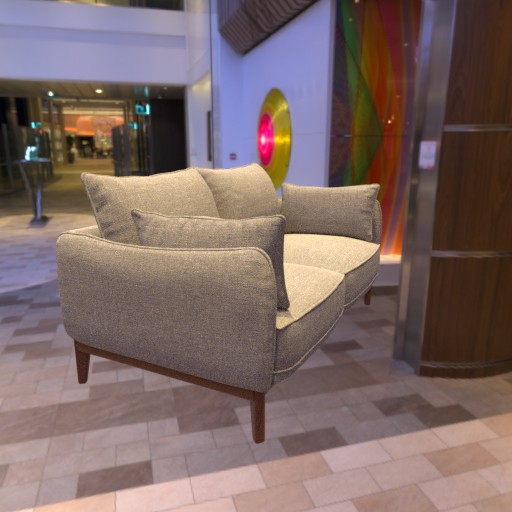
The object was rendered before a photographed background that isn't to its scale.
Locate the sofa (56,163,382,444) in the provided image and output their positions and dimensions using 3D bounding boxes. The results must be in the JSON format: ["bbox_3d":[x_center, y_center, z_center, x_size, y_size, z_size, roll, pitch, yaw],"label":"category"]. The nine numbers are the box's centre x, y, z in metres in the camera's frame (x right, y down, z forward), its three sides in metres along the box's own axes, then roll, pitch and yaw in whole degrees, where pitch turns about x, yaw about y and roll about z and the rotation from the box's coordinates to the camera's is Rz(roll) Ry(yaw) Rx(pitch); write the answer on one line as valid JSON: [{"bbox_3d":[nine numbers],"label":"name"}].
[{"bbox_3d":[0.000,0.000,2.161,0.972,0.851,1.580,7,16,27],"label":"sofa"}]
